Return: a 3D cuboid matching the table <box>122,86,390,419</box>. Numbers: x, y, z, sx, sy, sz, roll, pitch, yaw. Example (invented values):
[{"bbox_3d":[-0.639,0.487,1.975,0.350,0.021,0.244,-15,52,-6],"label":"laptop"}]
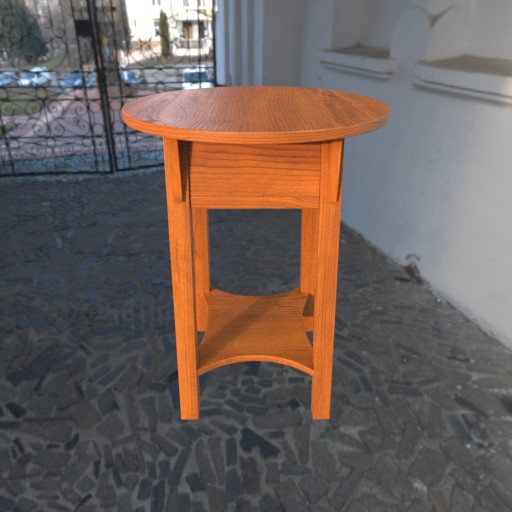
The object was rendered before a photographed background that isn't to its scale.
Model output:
[{"bbox_3d":[0.000,0.000,0.924,0.457,0.610,0.457,0,28,0],"label":"table"}]
